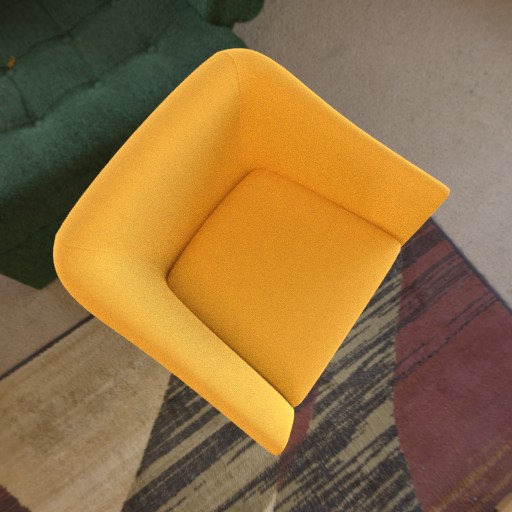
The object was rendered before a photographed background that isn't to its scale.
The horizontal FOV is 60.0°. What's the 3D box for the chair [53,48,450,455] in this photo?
[{"bbox_3d":[0.000,0.000,1.313,0.700,0.720,0.790,35,77,9],"label":"chair"}]
